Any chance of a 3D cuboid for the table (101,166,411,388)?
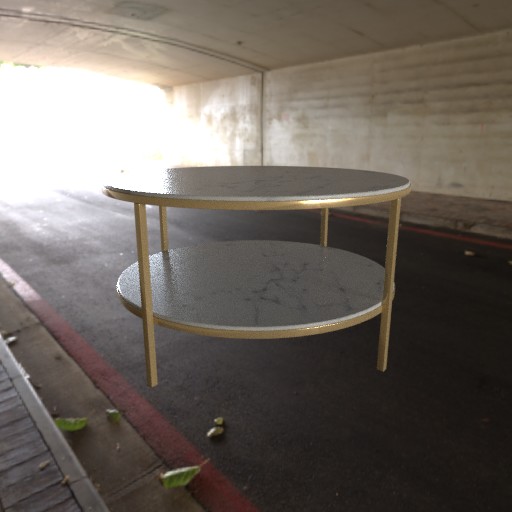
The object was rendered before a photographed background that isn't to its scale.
[{"bbox_3d":[0.000,0.000,1.265,0.800,0.450,0.800,0,16,0],"label":"table"}]
